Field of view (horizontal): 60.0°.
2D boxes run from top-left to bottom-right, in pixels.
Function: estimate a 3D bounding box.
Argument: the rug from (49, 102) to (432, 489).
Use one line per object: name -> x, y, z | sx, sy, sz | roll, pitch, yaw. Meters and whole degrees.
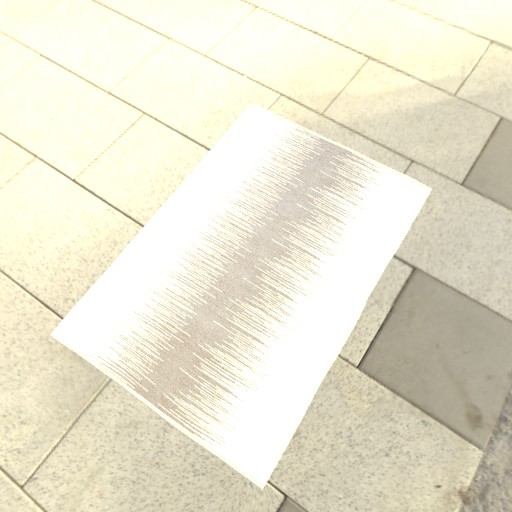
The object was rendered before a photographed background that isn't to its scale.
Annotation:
rug -> 0.000, 0.000, 2.338 | 1.226, 0.007, 1.815 | 30, 68, 14
